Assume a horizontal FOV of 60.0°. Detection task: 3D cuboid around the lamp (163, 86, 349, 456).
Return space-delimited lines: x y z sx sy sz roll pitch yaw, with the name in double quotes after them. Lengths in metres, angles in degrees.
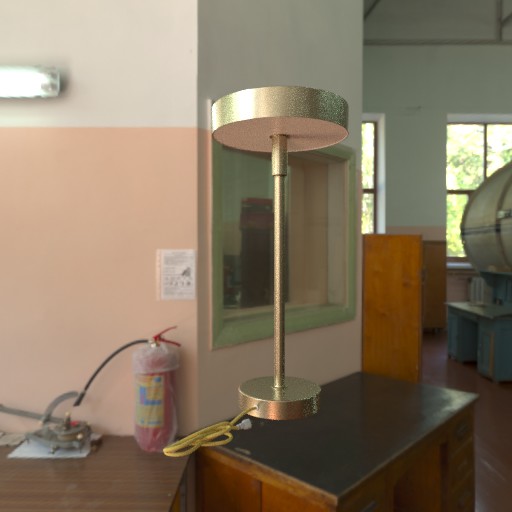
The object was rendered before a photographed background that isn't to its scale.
0.000 0.000 0.695 0.229 0.508 0.369 0 1 35 "lamp"
